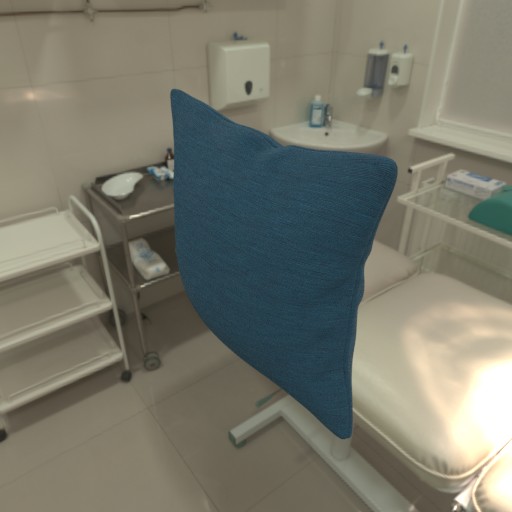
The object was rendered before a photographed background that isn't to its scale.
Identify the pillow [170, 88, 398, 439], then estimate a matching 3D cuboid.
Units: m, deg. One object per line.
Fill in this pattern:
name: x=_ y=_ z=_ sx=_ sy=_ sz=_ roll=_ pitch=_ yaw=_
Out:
pillow: x=0.000 y=0.000 z=0.668 sx=0.177 sy=0.420 sz=0.437 roll=-22 pitch=38 yaw=-31
